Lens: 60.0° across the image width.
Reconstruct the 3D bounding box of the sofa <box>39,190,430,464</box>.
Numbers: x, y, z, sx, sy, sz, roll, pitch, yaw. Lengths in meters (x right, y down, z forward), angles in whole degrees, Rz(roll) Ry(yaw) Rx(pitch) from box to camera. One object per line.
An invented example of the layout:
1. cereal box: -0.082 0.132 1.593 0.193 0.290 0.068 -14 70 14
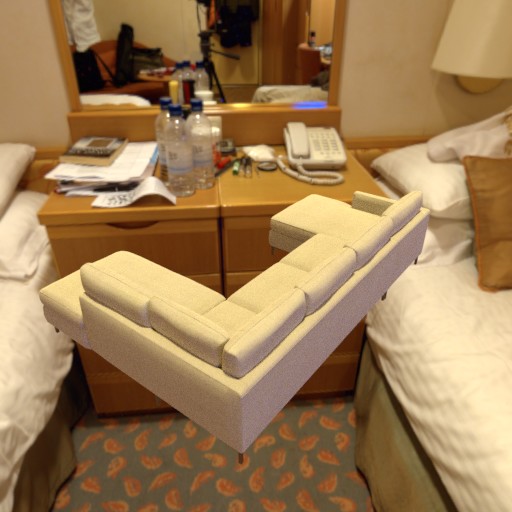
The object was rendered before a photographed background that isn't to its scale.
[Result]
1. sofa: 0.000 0.000 3.609 1.879 0.756 2.737 21 37 32
